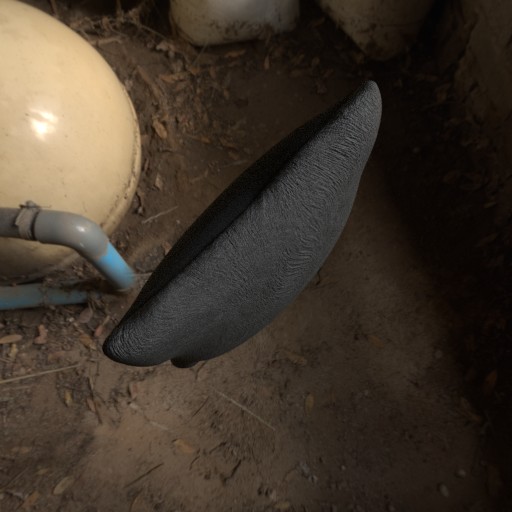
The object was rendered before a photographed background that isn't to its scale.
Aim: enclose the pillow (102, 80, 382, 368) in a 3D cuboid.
[{"bbox_3d":[0.000,0.000,0.817,0.210,0.523,0.533,41,79,10],"label":"pillow"}]
